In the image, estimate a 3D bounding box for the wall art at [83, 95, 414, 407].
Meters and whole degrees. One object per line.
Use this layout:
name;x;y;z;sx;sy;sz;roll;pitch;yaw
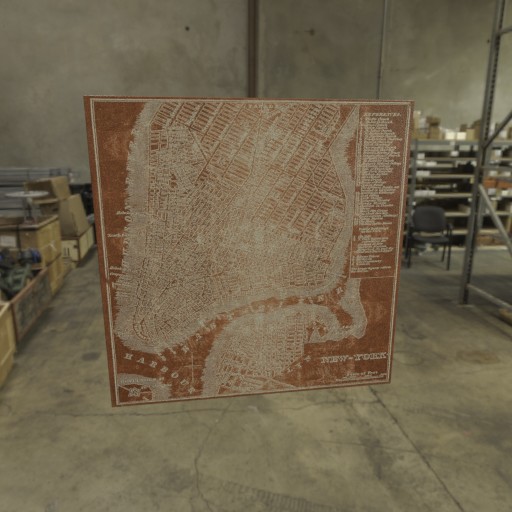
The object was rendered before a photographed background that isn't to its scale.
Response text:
wall art;0.000;0.000;0.600;0.403;0.403;0.035;-2;15;-9
